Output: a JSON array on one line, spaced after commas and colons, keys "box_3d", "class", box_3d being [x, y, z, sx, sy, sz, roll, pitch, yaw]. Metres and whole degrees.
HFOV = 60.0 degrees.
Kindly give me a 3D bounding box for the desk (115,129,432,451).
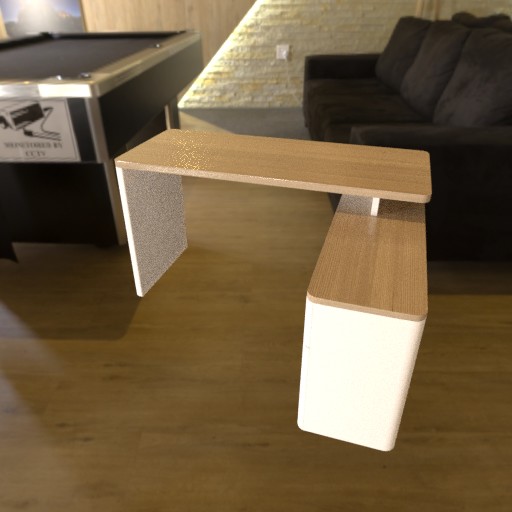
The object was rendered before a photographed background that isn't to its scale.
[{"box_3d": [0.000, 0.000, 2.056, 1.400, 0.770, 1.175, 9, 32, 15], "class": "desk"}]
